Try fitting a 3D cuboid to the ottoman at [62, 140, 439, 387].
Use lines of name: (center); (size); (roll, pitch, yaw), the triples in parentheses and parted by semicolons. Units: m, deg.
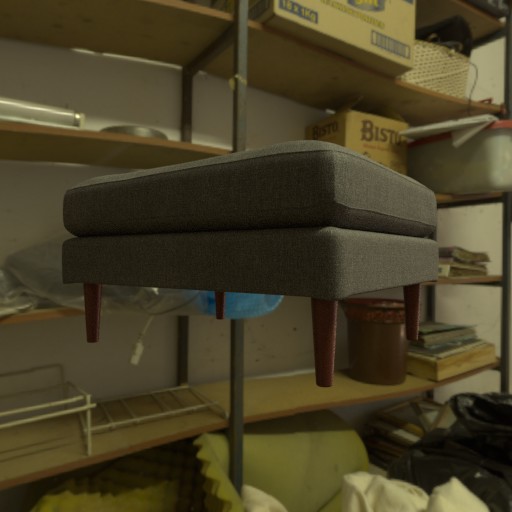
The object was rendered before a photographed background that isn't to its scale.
ottoman: (0.000, 0.000, 1.238); (0.821, 0.474, 0.693); (0, 0, 36)
